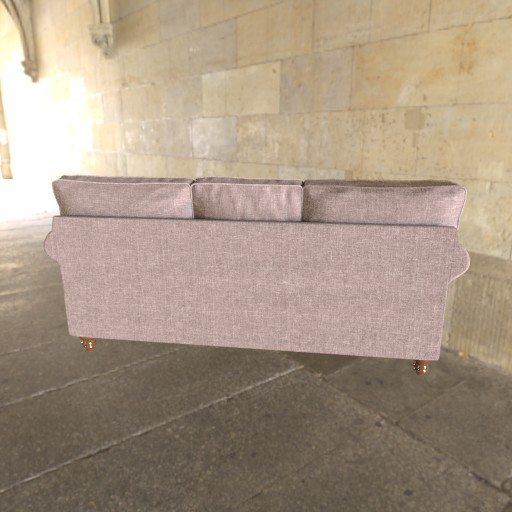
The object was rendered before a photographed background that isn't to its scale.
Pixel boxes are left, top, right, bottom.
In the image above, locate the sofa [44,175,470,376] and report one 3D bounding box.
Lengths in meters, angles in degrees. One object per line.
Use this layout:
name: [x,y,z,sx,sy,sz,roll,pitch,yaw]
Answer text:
sofa: [0.000,0.000,2.580,2.084,0.961,0.916,2,15,8]
